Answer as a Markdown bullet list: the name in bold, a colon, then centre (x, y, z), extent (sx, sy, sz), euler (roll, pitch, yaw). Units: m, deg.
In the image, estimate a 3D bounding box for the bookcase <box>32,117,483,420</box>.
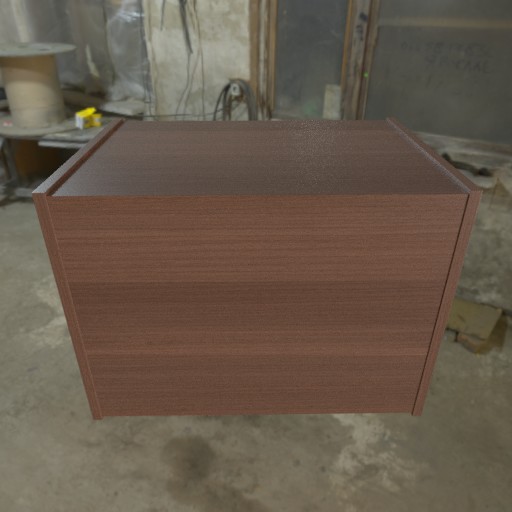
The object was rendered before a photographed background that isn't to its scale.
- **bookcase**: centre (0.000, 0.000, 0.609), extent (0.415, 0.305, 0.290), euler (0, 30, -1)
